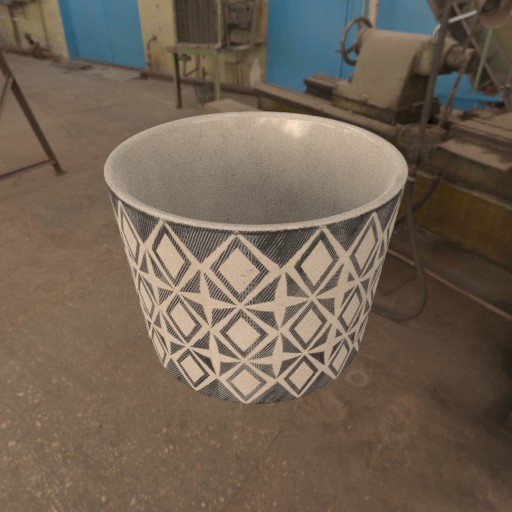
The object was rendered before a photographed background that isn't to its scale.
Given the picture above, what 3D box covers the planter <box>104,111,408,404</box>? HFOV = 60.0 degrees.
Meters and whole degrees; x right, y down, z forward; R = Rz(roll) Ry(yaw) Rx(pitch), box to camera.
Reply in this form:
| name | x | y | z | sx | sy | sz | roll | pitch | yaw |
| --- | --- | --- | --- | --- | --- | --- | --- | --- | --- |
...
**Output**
| name | x | y | z | sx | sy | sz | roll | pitch | yaw |
| --- | --- | --- | --- | --- | --- | --- | --- | --- | --- |
| planter | 0.000 | 0.000 | 0.455 | 0.260 | 0.220 | 0.260 | 0 | 34 | 0 |
